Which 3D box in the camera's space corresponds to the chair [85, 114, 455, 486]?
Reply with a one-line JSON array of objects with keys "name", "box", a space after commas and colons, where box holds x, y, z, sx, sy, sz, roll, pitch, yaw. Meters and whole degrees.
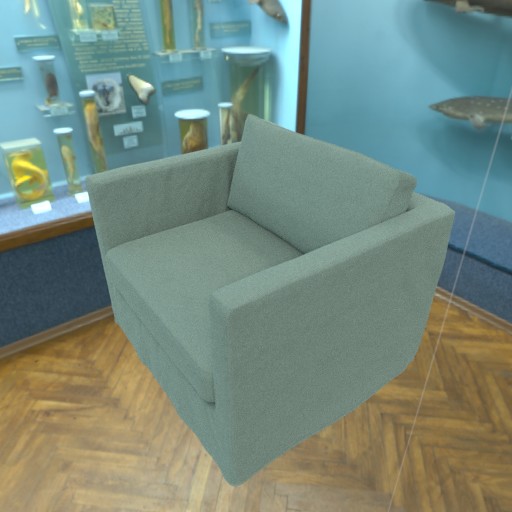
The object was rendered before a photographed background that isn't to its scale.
[{"name": "chair", "box": [0.000, 0.000, 1.738, 0.949, 0.863, 1.057, -21, 38, -30]}]
